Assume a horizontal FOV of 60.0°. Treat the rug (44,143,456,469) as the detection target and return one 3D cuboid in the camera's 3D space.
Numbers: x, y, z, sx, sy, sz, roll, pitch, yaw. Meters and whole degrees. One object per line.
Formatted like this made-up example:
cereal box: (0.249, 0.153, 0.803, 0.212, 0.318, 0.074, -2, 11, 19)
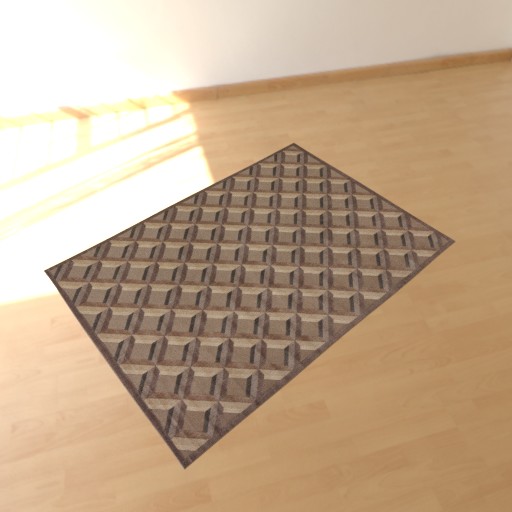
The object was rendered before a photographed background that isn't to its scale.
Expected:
rug: (0.000, 0.000, 2.951, 2.260, 0.013, 1.600, -32, 55, -26)
